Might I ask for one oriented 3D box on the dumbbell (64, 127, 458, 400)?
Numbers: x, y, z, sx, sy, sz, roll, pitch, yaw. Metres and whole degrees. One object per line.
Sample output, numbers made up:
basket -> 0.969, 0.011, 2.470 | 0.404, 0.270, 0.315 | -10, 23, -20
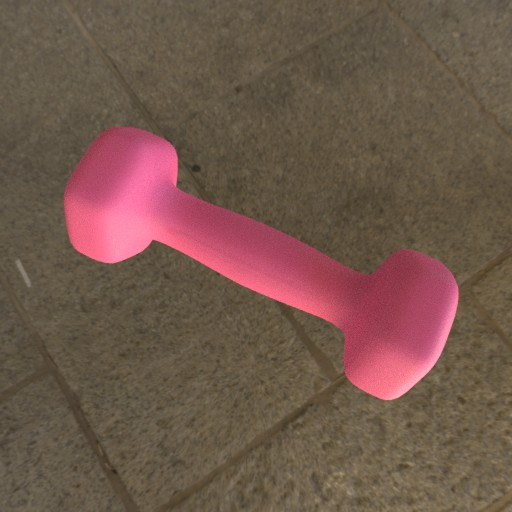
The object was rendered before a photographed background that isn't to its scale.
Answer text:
dumbbell -> 0.000, 0.000, 0.173 | 0.146, 0.053, 0.058 | 25, 77, 6
